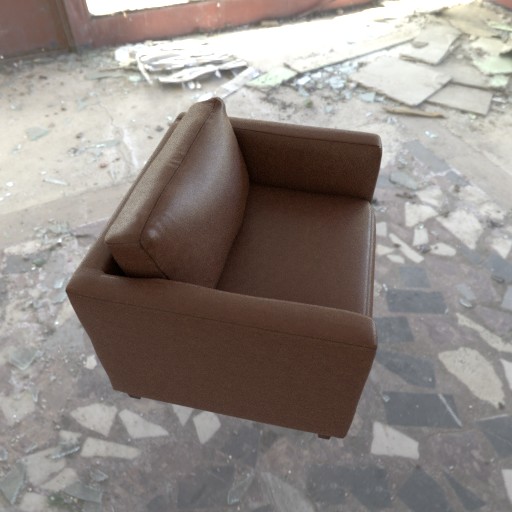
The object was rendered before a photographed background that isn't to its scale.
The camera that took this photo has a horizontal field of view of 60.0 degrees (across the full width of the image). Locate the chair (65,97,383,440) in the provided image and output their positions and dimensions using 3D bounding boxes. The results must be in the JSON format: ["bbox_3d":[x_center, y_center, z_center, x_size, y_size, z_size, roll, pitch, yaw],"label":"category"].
[{"bbox_3d":[0.000,0.000,1.806,0.959,0.917,1.107,9,48,8],"label":"chair"}]
